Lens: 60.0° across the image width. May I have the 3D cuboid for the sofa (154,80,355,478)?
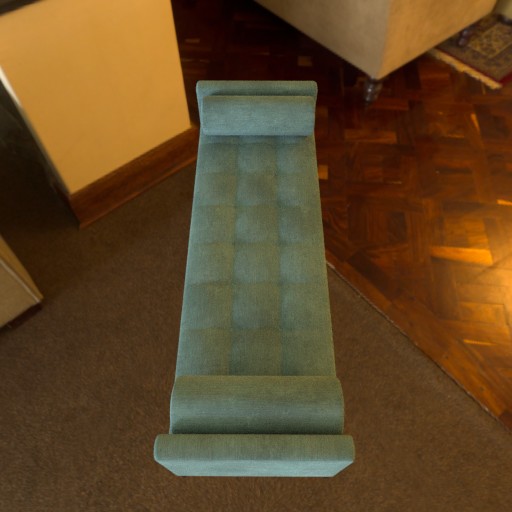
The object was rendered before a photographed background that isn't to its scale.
[{"bbox_3d":[0.000,0.000,2.253,0.686,0.635,1.981,0,58,0],"label":"sofa"}]
